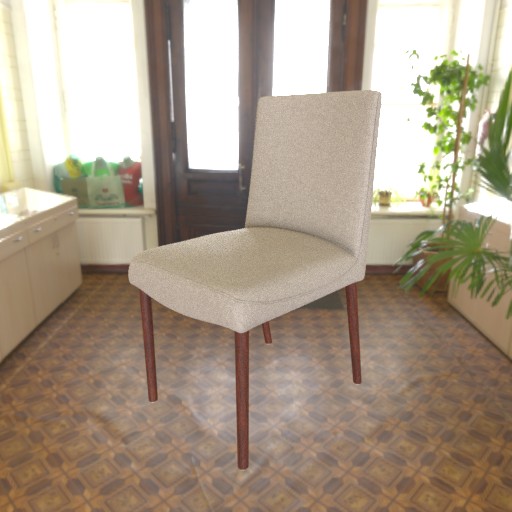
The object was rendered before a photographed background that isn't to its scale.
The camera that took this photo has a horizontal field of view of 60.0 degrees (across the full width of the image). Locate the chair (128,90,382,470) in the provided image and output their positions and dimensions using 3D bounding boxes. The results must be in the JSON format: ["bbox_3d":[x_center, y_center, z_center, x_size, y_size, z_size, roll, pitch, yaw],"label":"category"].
[{"bbox_3d":[0.000,0.000,1.204,0.456,0.859,0.570,15,22,42],"label":"chair"}]
